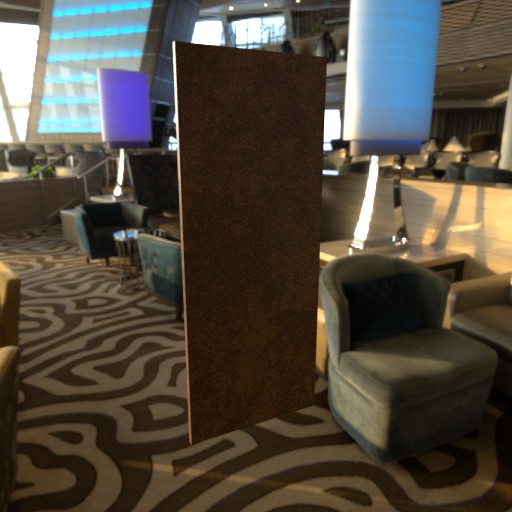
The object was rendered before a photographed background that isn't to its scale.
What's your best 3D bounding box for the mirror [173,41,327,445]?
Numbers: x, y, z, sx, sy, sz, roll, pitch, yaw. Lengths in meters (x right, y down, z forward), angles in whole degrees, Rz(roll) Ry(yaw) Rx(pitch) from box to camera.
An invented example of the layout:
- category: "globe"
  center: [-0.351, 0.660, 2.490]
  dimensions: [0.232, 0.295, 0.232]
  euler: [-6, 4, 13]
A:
- category: "mirror"
  center: [0.000, 0.000, 2.372]
  dimensions: [0.812, 2.031, 0.032]
  euler: [-7, 16, -27]
